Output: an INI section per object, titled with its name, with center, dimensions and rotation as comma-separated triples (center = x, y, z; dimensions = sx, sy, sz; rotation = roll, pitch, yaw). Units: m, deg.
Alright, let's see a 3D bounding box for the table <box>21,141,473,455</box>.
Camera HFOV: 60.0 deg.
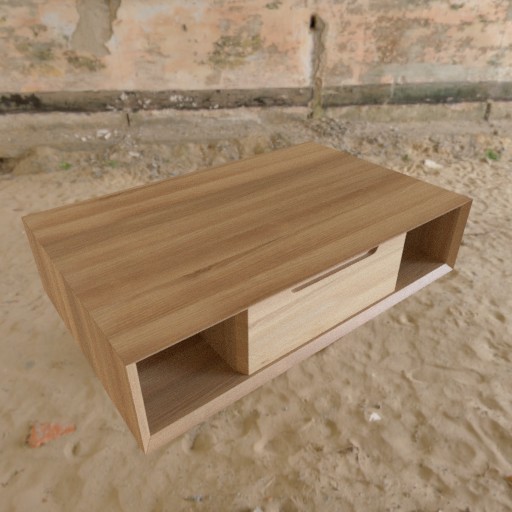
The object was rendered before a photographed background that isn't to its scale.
[table]
center = 0.000, 0.000, 1.363
dimensions = 1.100, 0.330, 0.700
rotation = -22, 39, -31
